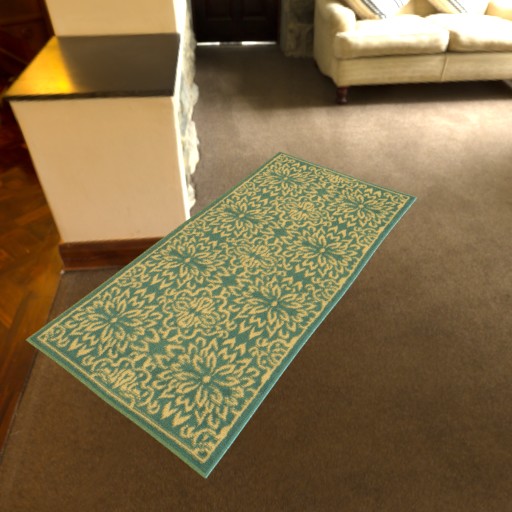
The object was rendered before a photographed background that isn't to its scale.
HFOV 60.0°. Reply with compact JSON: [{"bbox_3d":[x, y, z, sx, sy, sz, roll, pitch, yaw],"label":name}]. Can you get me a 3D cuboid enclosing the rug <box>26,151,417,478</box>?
[{"bbox_3d":[0.000,0.000,1.391,0.604,0.007,1.219,25,47,25],"label":"rug"}]
